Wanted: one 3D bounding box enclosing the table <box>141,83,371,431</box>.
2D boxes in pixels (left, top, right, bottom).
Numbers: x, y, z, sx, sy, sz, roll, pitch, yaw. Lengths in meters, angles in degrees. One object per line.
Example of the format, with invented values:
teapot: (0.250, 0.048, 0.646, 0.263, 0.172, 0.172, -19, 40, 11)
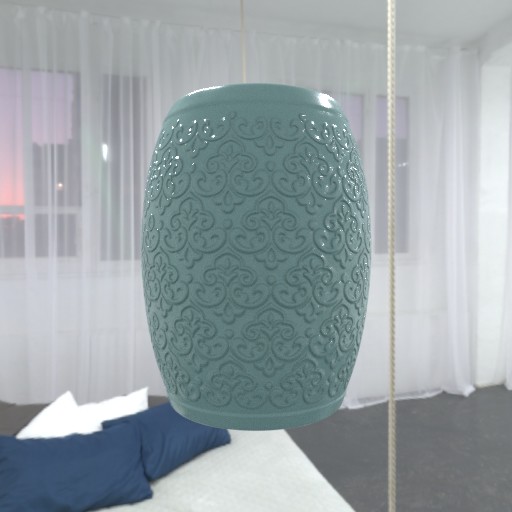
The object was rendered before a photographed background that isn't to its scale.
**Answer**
table: (0.000, 0.000, 0.615, 0.309, 0.397, 0.309, 0, 1, 0)
